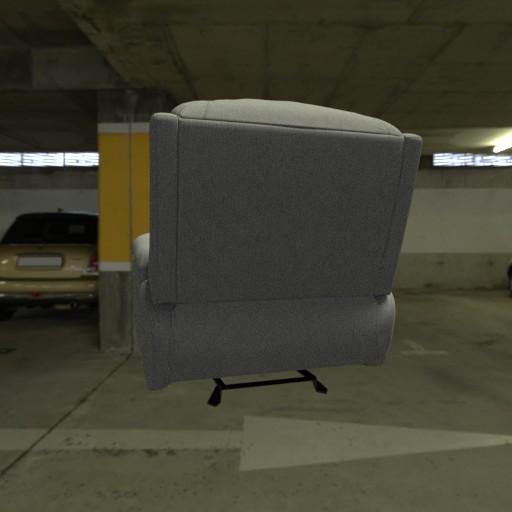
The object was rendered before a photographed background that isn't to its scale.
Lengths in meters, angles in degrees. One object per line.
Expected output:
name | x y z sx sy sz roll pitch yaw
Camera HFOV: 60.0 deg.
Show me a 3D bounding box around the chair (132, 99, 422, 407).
chair | 0.000 0.000 1.745 0.930 1.011 0.899 -1 2 -18
